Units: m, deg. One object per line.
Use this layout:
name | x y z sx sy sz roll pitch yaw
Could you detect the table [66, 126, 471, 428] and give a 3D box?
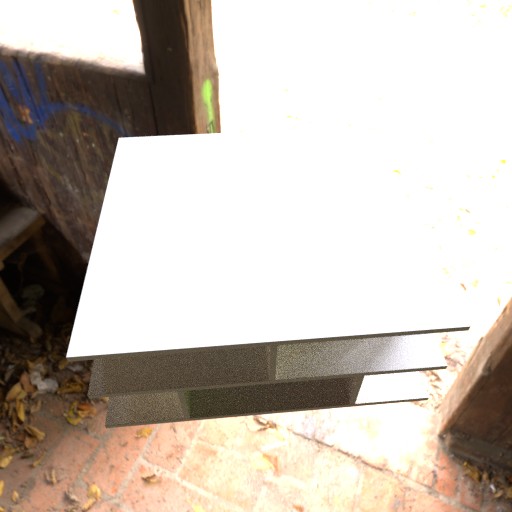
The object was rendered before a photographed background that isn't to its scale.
table | 0.000 0.000 1.109 0.700 0.289 0.700 -4 46 -4
